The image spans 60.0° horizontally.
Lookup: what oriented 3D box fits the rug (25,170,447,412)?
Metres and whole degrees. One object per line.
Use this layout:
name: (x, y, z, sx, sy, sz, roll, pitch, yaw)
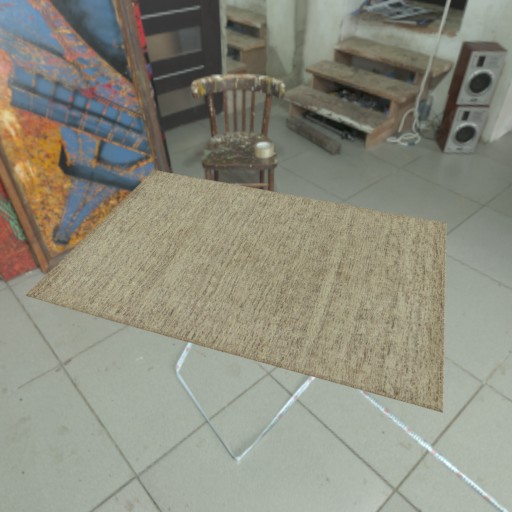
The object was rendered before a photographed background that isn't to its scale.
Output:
rug: (0.000, 0.000, 2.244, 1.822, 0.018, 1.211, 12, 42, 14)
